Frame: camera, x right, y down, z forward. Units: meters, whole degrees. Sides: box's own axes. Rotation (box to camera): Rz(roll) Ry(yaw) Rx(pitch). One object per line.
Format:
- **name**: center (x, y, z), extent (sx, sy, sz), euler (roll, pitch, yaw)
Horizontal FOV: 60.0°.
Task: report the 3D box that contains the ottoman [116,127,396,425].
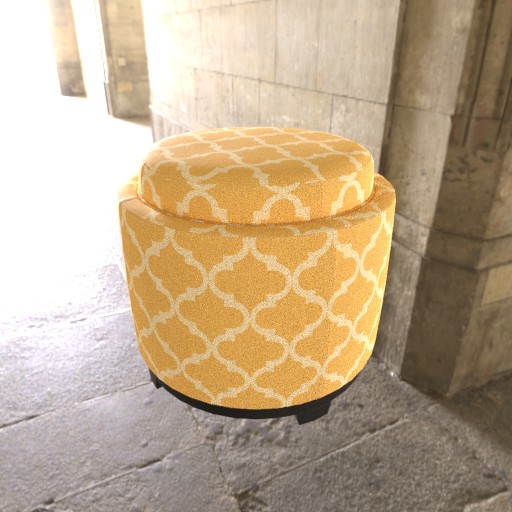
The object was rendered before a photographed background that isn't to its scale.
- **ottoman**: center (0.000, 0.000, 0.840), extent (0.480, 0.429, 0.480), euler (0, 27, 0)
